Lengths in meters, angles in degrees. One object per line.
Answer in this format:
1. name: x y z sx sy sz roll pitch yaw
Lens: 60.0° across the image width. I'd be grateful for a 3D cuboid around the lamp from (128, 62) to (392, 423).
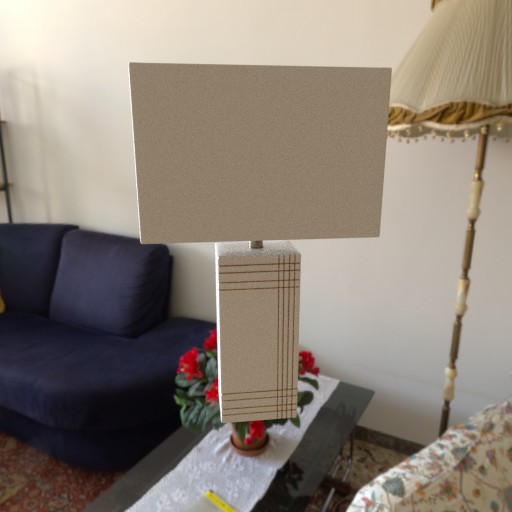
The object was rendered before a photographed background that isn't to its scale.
1. lamp: 0.000 0.000 0.710 0.334 0.543 0.182 -2 15 -7
